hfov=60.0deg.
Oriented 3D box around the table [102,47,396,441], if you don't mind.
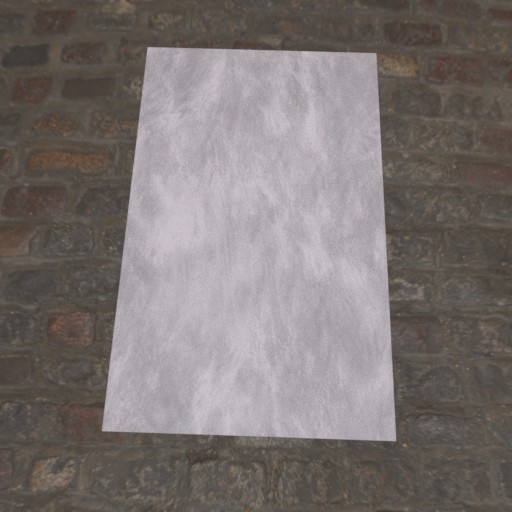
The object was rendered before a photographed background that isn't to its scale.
[{"bbox_3d":[0.000,0.000,1.554,0.700,0.734,1.100,2,74,1],"label":"table"}]
